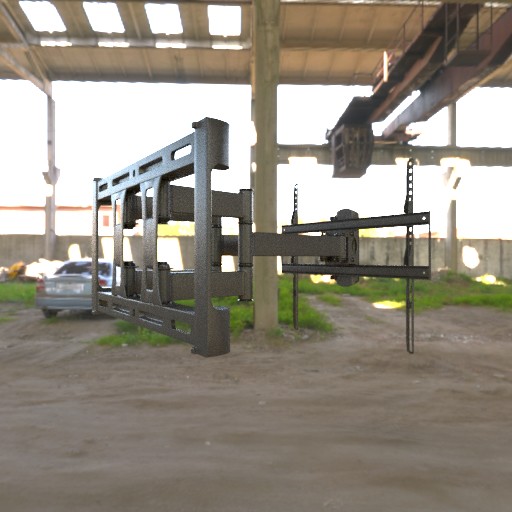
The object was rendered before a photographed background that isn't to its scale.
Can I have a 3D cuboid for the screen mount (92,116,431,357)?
[{"bbox_3d":[0.000,0.000,0.962,0.556,0.424,0.571,0,0,-35],"label":"screen mount"}]
